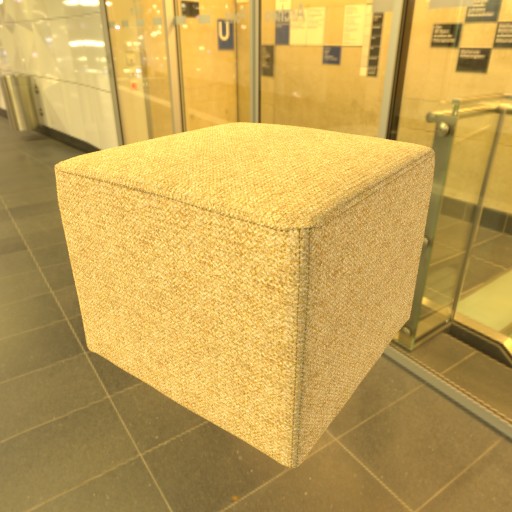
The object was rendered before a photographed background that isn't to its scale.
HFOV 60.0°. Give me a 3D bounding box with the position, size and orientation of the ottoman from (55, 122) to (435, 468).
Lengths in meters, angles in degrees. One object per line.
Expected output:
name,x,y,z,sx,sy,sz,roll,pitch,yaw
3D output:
ottoman,0.000,0.000,0.871,0.505,0.441,0.512,17,31,32
